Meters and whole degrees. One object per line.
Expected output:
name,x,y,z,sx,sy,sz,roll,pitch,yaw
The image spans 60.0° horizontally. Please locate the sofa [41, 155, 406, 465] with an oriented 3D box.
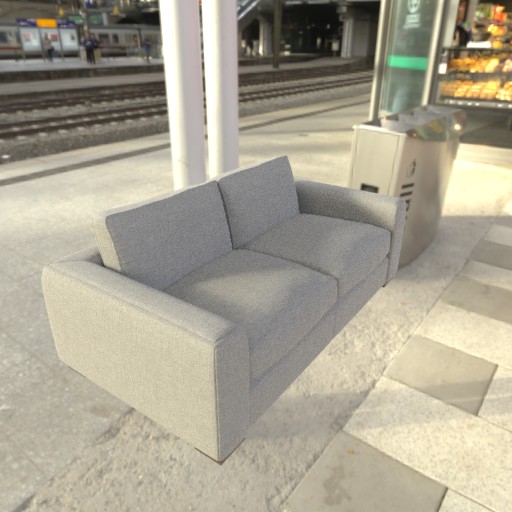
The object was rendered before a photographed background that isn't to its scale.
sofa,0.000,0.000,2.468,1.069,0.800,1.920,17,31,32
